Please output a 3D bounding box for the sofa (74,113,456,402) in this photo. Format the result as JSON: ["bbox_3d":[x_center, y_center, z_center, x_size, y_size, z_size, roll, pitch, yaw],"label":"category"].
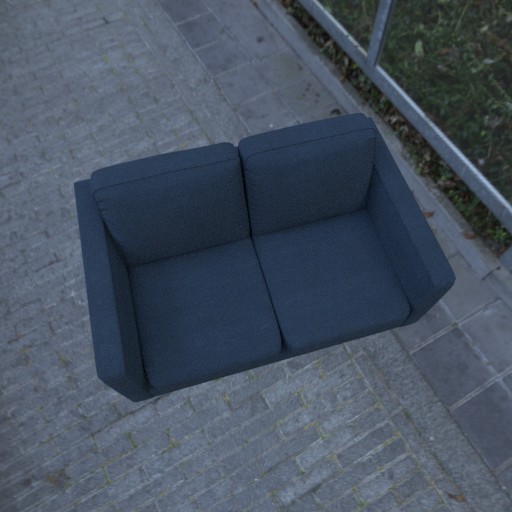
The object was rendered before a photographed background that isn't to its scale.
[{"bbox_3d":[0.000,0.000,2.188,1.518,0.930,0.999,-14,64,-7],"label":"sofa"}]
